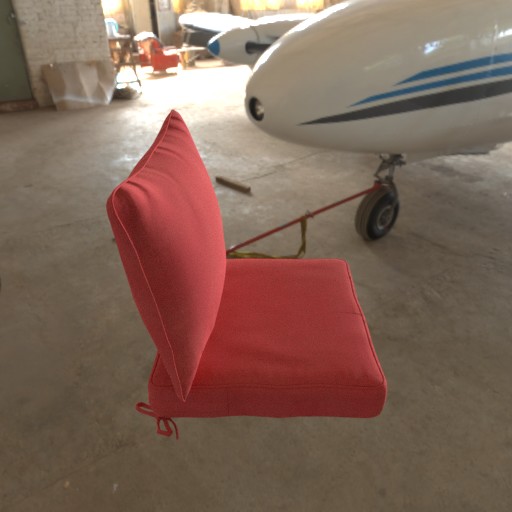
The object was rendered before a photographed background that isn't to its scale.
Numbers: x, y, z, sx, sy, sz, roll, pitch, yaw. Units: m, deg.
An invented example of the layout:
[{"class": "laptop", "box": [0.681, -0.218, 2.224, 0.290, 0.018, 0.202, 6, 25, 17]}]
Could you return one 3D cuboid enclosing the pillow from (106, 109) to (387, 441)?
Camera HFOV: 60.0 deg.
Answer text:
[{"class": "pillow", "box": [0.000, 0.000, 1.369, 0.733, 0.725, 0.798, 0, 31, 0]}]
